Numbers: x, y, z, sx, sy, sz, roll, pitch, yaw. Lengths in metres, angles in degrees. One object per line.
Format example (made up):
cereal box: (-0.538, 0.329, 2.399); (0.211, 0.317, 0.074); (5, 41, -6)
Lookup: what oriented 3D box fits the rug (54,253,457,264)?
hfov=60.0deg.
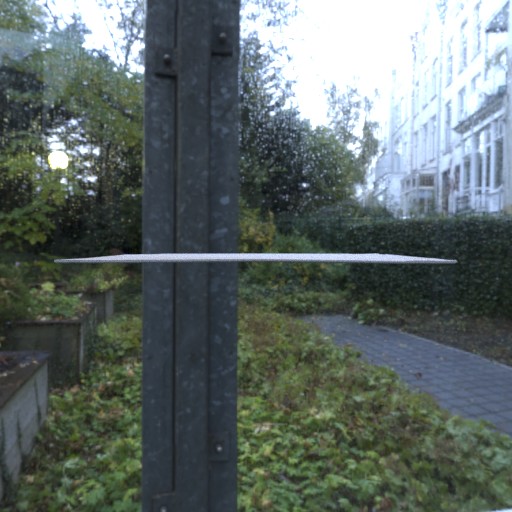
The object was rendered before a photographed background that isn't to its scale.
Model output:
rug: (0.000, 0.000, 4.313); (2.467, 0.046, 3.245); (0, 1, 0)
